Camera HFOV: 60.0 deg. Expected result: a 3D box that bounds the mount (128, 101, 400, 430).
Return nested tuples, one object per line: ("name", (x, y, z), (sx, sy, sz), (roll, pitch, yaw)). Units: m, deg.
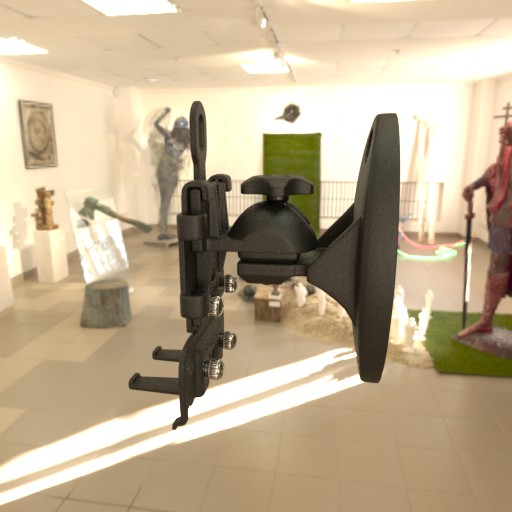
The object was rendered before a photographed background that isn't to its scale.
("mount", (0.000, 0.000, 0.177), (0.100, 0.118, 0.066), (2, 14, 8))
